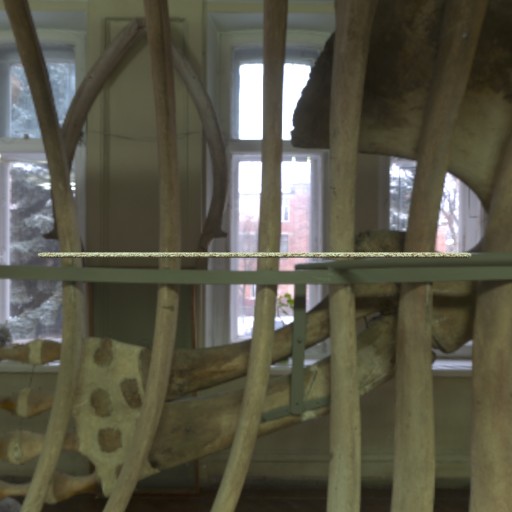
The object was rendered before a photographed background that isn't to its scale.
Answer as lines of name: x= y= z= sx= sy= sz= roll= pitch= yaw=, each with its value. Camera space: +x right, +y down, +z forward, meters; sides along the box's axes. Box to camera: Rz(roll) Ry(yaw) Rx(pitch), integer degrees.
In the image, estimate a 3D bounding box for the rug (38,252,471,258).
rug: x=0.000 y=0.000 z=3.990 sx=2.438 sy=0.029 sz=3.047 roll=0 pitch=0 yaw=0
